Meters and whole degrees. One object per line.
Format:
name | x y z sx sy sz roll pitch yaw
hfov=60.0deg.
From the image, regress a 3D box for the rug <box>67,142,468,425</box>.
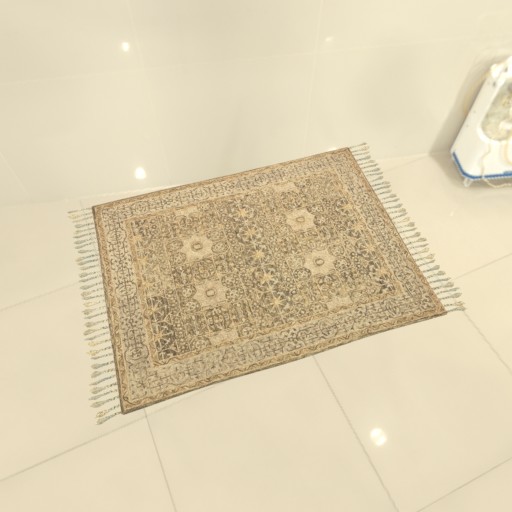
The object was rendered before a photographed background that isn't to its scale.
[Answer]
rug | 0.000 0.000 3.103 2.465 0.023 1.619 -15 59 -9
